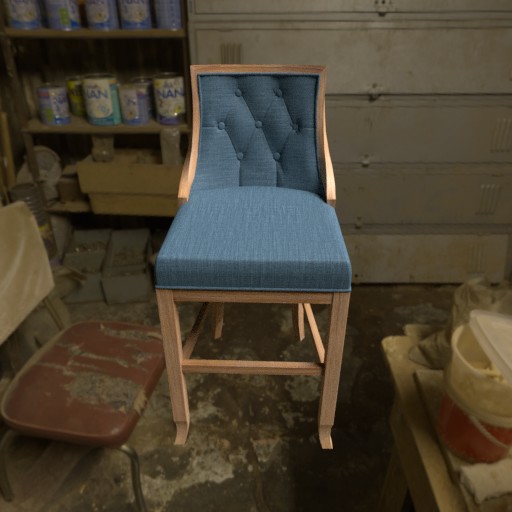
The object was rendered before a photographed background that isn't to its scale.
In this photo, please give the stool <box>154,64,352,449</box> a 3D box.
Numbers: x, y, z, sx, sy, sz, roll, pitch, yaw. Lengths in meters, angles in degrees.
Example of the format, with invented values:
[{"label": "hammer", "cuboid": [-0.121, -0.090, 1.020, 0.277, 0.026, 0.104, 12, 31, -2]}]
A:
[{"label": "stool", "cuboid": [0.000, 0.000, 1.461, 0.524, 1.101, 0.626, 1, 30, 2]}]
